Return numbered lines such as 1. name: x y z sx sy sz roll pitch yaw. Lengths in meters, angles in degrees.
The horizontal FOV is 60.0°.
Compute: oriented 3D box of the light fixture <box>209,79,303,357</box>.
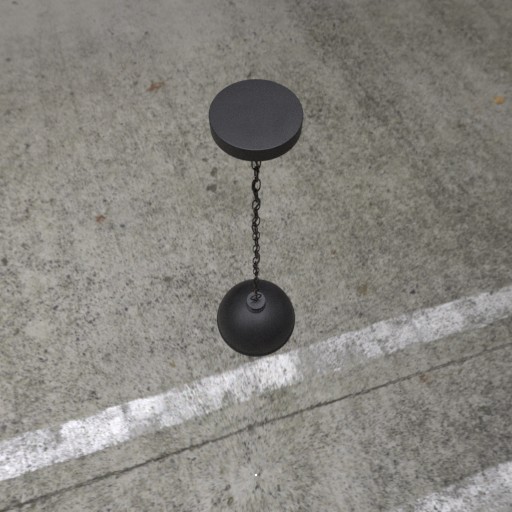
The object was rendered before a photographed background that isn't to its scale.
1. light fixture: 0.000 0.000 1.236 0.304 1.090 0.304 -16 65 -8
